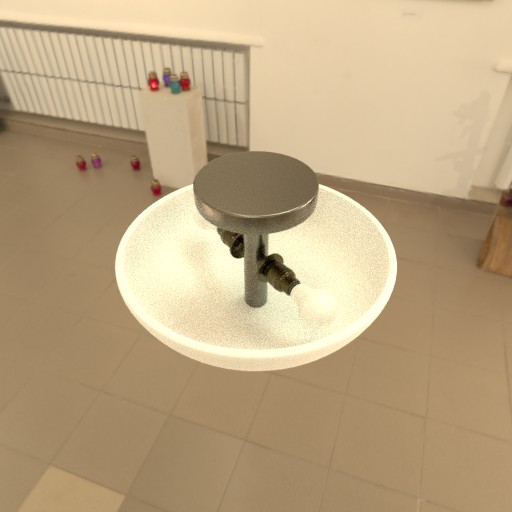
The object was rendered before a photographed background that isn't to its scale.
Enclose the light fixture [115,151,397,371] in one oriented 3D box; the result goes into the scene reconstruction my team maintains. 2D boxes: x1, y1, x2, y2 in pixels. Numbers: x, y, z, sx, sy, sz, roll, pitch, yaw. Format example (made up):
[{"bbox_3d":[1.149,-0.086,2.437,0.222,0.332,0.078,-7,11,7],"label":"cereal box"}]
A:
[{"bbox_3d":[0.000,0.000,0.544,0.330,0.214,0.330,0,41,0],"label":"light fixture"}]
